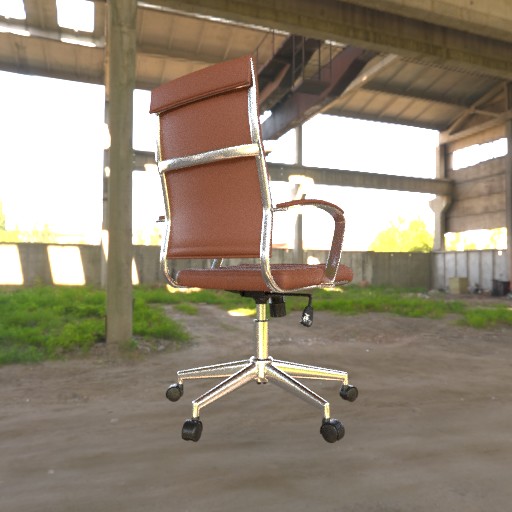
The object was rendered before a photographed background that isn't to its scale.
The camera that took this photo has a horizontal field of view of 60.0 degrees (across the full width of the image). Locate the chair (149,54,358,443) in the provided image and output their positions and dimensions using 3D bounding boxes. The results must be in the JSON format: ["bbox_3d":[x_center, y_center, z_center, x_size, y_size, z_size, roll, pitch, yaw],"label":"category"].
[{"bbox_3d":[0.000,0.000,1.645,0.766,1.149,0.739,-1,-2,37],"label":"chair"}]
